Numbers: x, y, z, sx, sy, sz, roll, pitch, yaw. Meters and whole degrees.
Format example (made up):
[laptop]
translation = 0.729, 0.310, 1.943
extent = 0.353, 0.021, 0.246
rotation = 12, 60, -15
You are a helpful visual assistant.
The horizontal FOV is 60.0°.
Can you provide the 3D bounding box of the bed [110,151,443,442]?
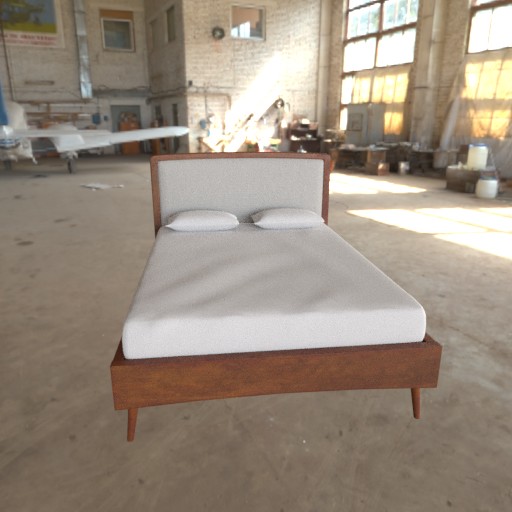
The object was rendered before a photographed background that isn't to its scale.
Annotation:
[bed]
translation = 0.000, 0.000, 3.087
extent = 1.587, 1.275, 2.196
rotation = -2, 17, -6
